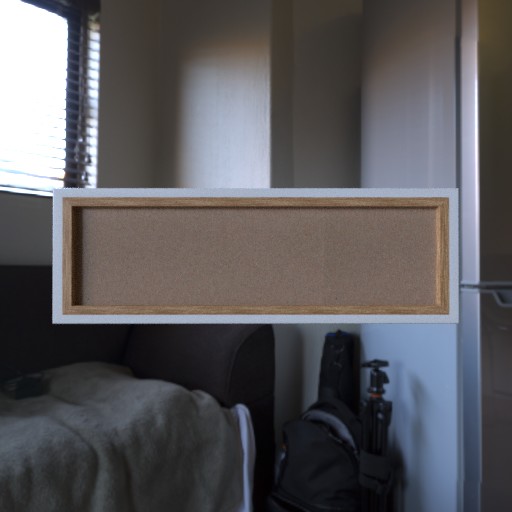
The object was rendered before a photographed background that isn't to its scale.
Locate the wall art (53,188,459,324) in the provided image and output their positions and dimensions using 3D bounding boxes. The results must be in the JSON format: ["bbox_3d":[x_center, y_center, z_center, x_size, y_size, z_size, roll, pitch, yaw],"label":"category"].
[{"bbox_3d":[0.000,0.000,0.853,0.766,0.256,0.036,0,0,0],"label":"wall art"}]
